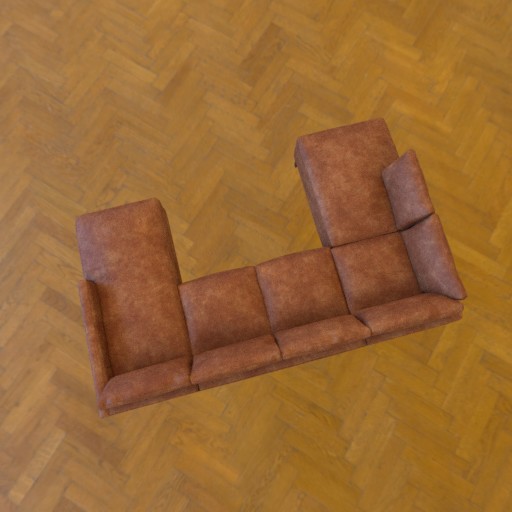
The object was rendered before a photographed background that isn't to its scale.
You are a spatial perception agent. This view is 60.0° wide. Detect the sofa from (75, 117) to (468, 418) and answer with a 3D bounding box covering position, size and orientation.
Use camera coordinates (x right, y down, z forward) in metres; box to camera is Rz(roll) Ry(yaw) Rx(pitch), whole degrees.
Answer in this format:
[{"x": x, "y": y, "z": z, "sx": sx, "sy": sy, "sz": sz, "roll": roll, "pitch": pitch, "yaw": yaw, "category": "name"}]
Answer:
[{"x": 0.000, "y": 0.000, "z": 3.826, "sx": 2.956, "sy": 0.900, "sz": 1.939, "roll": -14, "pitch": 77, "yaw": -3, "category": "sofa"}]
